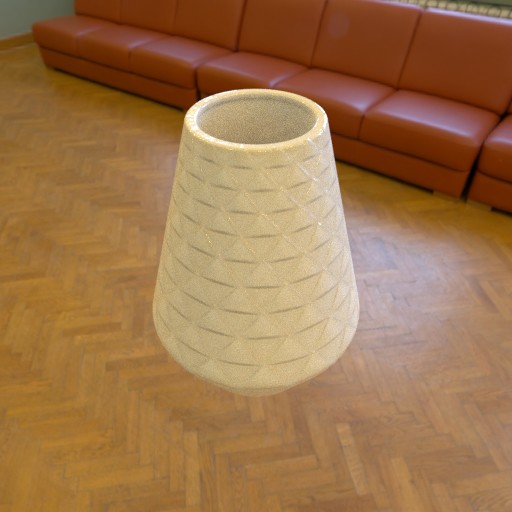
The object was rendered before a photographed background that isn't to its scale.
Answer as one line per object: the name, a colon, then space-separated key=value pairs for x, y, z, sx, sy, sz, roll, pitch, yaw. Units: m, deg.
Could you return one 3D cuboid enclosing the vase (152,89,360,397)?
vase: x=0.000 y=0.000 z=0.349 sx=0.175 sy=0.230 sz=0.175 roll=0 pitch=42 yaw=0
